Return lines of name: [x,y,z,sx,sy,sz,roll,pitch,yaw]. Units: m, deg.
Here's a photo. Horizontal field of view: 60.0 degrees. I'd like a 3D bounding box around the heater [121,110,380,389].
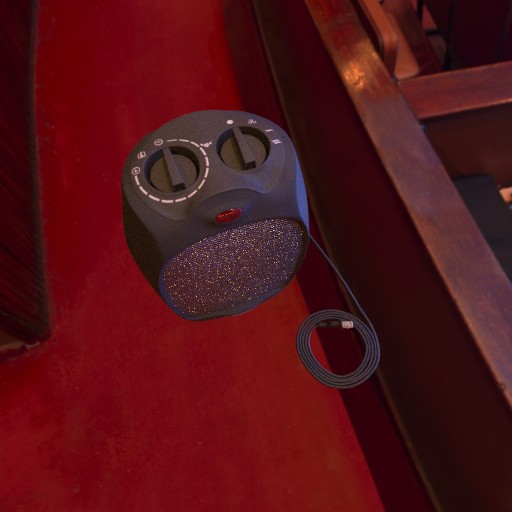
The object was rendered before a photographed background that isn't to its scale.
heater: [0.000,0.000,0.457,0.239,0.240,0.291,-19,66,-9]
